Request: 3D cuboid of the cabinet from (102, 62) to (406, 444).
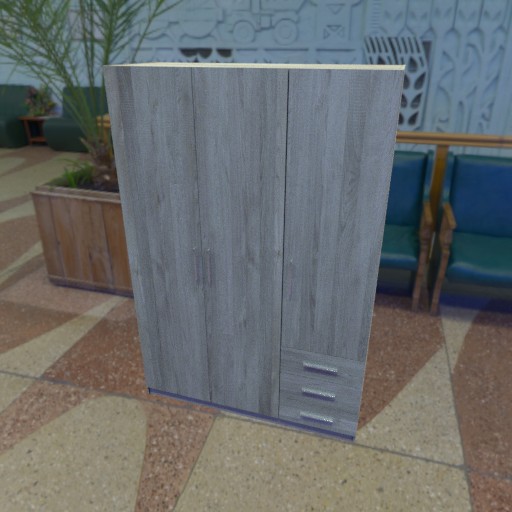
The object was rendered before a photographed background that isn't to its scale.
[{"bbox_3d":[0.000,0.000,2.415,1.290,1.910,0.510,8,26,16],"label":"cabinet"}]
